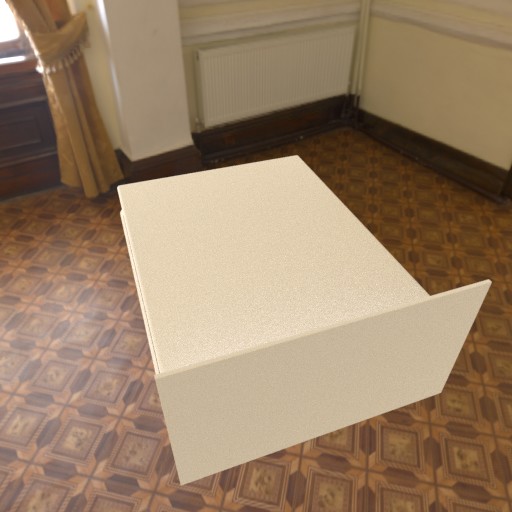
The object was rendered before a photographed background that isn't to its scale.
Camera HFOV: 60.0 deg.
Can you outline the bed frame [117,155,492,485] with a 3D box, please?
[{"bbox_3d":[0.000,0.000,2.603,1.400,0.800,1.900,-13,41,-15],"label":"bed frame"}]
